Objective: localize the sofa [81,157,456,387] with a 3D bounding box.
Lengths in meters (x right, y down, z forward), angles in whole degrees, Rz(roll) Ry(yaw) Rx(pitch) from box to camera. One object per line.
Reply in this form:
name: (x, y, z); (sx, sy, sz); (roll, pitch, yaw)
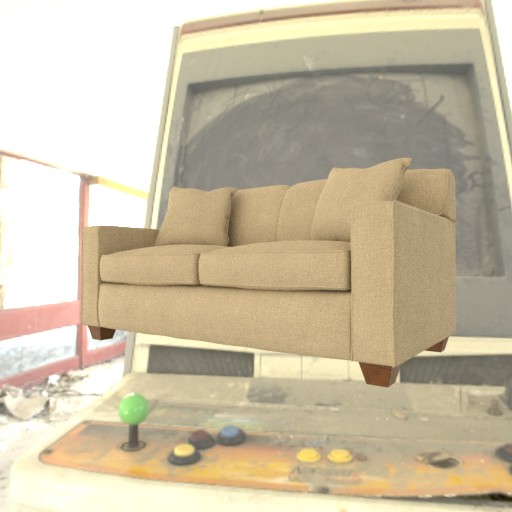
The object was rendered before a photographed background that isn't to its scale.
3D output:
sofa: (0.000, 0.000, 2.406); (1.846, 0.958, 0.998); (-1, -1, 36)
